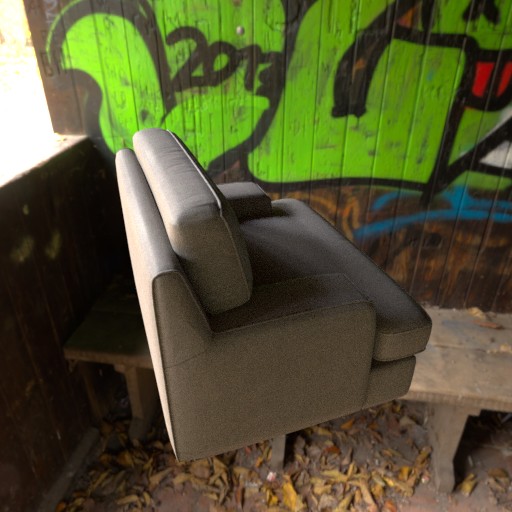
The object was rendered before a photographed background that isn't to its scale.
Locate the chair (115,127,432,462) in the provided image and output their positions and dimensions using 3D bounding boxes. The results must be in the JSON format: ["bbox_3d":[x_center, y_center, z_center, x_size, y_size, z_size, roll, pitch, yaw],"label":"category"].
[{"bbox_3d":[0.000,0.000,1.979,1.043,0.974,1.270,-10,32,-17],"label":"chair"}]
